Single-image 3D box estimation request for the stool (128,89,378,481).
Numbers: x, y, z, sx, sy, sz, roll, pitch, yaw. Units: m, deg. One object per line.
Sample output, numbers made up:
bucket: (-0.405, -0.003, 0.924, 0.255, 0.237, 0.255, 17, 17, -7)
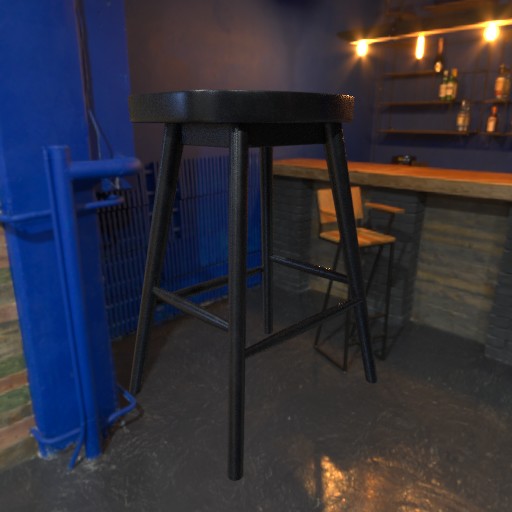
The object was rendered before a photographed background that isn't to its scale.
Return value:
stool: (0.000, 0.000, 0.906, 0.440, 0.615, 0.361, -15, 23, -41)
